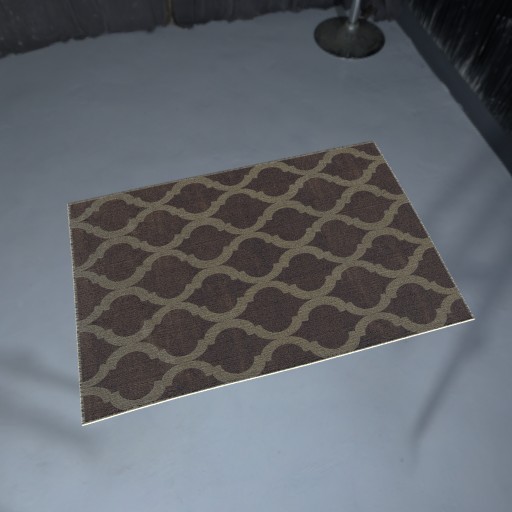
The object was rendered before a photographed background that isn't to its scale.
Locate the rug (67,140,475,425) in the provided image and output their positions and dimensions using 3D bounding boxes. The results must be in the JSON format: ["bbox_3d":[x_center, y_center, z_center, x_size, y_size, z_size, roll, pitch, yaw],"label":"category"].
[{"bbox_3d":[0.000,0.000,2.836,2.284,0.008,1.522,-13,60,-8],"label":"rug"}]
